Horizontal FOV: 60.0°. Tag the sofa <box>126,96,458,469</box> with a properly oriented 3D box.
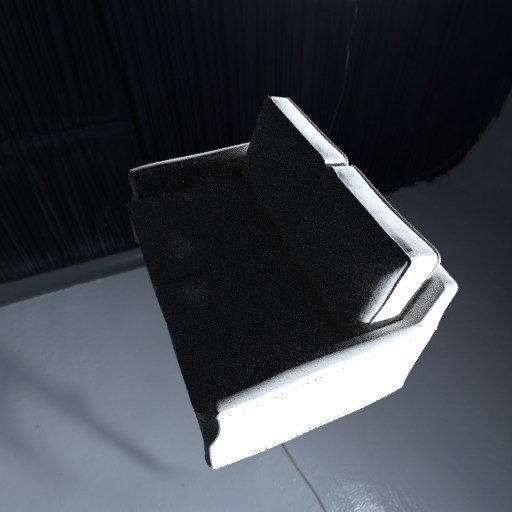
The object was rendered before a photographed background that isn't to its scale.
[{"bbox_3d":[0.000,0.000,2.276,1.084,1.003,1.597,-17,49,-15],"label":"sofa"}]
